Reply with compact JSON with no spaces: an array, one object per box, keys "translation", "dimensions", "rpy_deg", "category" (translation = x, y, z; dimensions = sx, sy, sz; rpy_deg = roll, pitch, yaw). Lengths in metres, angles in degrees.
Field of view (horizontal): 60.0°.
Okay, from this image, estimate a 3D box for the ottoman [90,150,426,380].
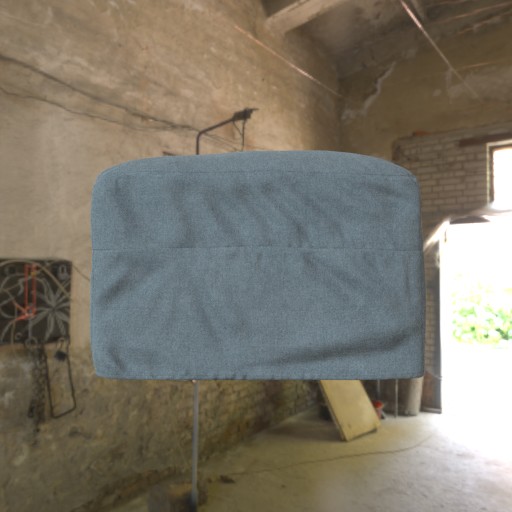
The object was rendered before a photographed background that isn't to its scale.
[{"translation":[0.000,0.000,1.244],"dimensions":[0.683,0.481,0.837],"rpy_deg":[0,-1,0],"category":"ottoman"}]
